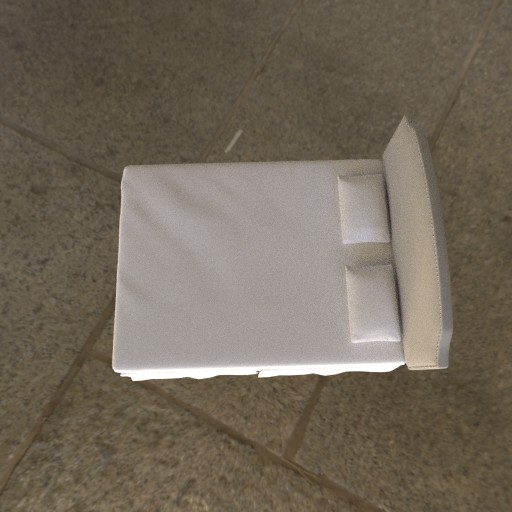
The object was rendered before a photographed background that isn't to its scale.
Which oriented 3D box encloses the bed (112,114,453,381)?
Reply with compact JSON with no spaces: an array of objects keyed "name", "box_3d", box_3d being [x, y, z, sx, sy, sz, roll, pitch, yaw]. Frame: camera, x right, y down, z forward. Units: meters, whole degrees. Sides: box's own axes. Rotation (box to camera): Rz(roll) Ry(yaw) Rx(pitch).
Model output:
[{"name":"bed","box_3d":[0.000,0.000,2.955,1.999,1.270,1.558,-1,75,0]}]
